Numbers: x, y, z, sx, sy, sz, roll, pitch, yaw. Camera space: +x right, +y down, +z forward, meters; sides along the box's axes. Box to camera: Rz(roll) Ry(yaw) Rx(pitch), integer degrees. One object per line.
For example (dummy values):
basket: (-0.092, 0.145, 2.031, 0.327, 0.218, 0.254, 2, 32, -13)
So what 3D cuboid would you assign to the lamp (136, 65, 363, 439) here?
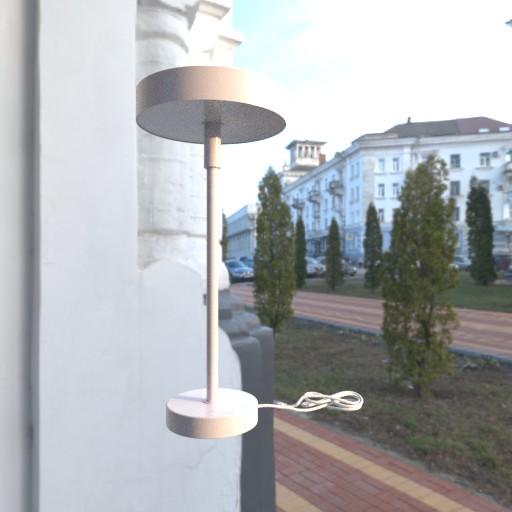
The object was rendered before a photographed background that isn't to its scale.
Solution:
lamp: (0.000, 0.000, 0.704, 0.369, 0.508, 0.229, 0, 0, -17)
